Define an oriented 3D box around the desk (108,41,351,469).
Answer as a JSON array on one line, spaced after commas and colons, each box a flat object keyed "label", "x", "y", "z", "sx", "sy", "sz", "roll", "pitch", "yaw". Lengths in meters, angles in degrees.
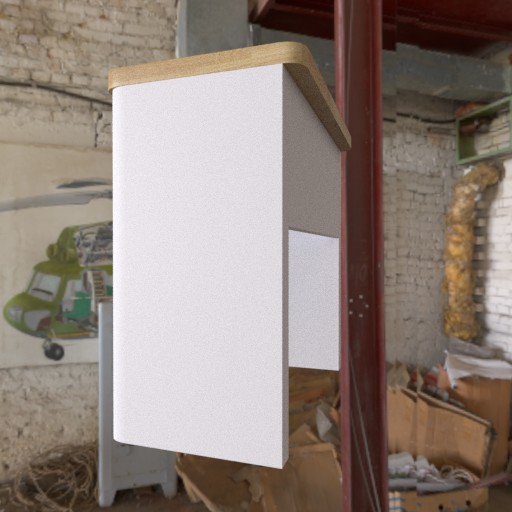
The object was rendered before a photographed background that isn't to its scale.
[{"label": "desk", "x": 0.000, "y": 0.000, "z": 1.230, "sx": 0.440, "sy": 0.790, "sz": 0.760, "roll": 0, "pitch": 1, "yaw": 19}]
